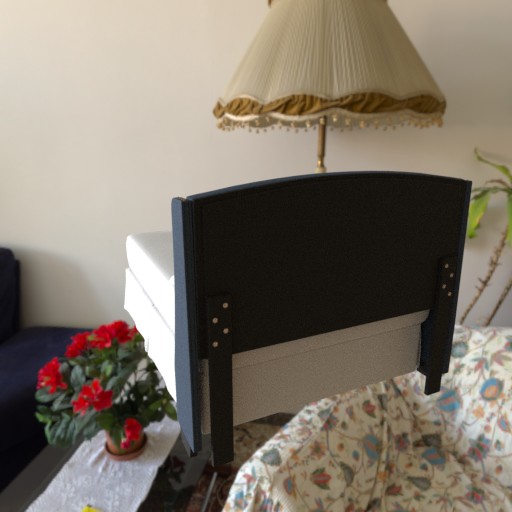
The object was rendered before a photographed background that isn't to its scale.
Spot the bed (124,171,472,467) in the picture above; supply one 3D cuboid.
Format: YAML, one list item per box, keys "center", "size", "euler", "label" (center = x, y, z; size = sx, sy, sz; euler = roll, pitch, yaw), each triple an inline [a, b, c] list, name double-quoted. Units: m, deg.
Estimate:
- center: [0.000, 0.000, 3.283]
  size: [1.710, 1.407, 2.237]
  euler: [-8, 18, -24]
  label: "bed"
